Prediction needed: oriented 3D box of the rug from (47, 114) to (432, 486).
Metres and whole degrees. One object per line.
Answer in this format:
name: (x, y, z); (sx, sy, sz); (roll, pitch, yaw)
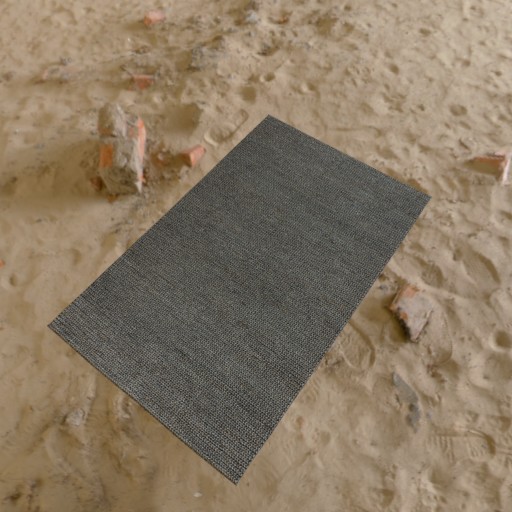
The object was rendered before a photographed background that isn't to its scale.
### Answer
rug: (0.000, 0.000, 3.103); (1.538, 0.021, 2.443); (32, 64, 18)
